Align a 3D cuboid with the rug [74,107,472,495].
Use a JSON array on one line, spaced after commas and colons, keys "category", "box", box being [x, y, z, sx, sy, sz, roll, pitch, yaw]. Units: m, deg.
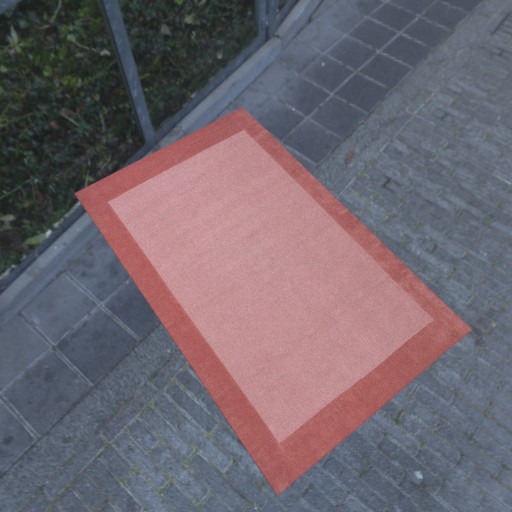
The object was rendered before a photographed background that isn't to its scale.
[{"category": "rug", "box": [0.000, 0.000, 3.002, 1.524, 0.014, 2.438, -33, 65, -17]}]
